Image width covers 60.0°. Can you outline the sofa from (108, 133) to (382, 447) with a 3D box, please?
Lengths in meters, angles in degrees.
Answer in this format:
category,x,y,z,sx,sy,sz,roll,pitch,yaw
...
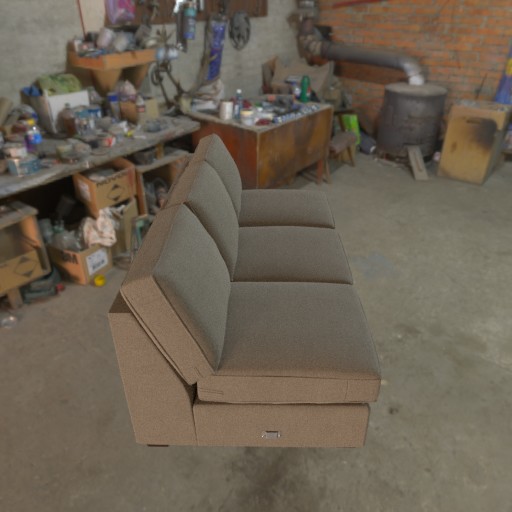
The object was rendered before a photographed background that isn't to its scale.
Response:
category,x,y,z,sx,sy,sz,roll,pitch,yaw
sofa,0.000,0.000,2.738,1.127,1.036,2.092,1,30,1
